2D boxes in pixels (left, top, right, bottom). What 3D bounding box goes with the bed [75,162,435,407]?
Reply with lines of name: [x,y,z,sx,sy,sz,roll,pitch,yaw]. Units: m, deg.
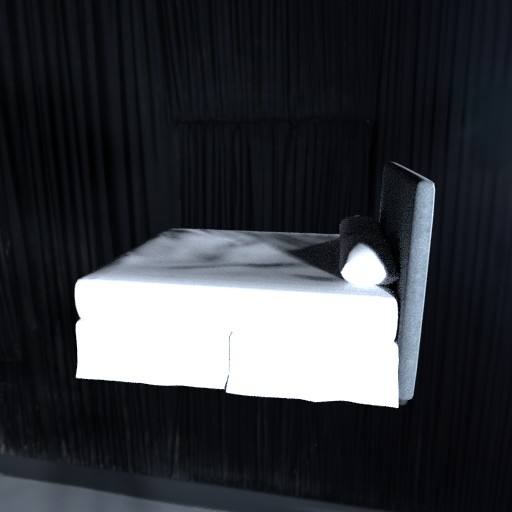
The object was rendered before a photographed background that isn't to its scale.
bed: [0.000,0.000,3.330,2.142,1.330,1.713,3,16,10]
